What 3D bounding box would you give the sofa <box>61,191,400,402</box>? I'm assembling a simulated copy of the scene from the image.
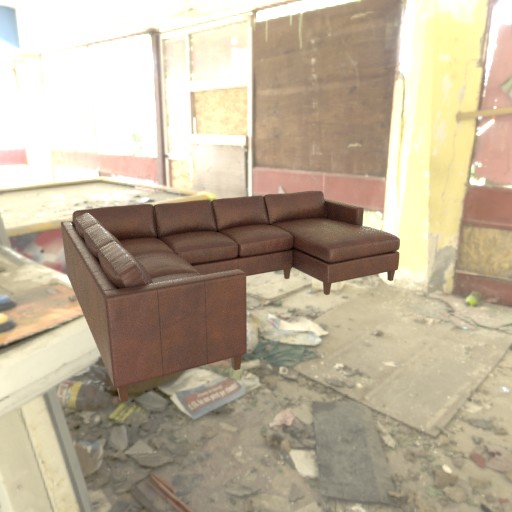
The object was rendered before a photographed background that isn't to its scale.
[{"bbox_3d":[0.000,0.000,4.445,3.324,0.891,2.452,-9,19,-27],"label":"sofa"}]
